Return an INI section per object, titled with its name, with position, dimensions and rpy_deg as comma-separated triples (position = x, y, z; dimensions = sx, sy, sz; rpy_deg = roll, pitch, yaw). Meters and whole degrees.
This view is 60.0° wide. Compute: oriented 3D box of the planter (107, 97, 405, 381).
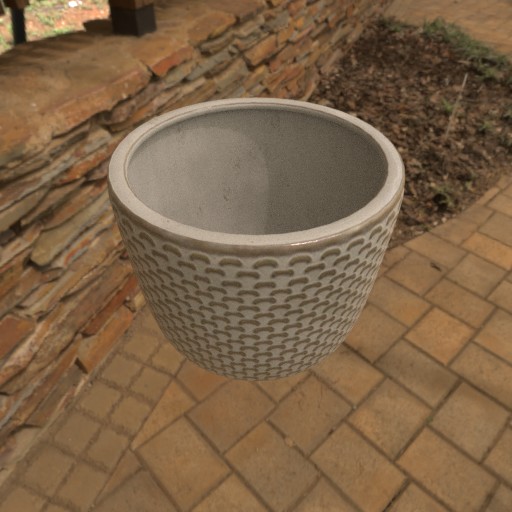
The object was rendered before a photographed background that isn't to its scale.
[planter]
position = 0.000, 0.000, 0.312
dimensions = 0.173, 0.160, 0.173
rpy_deg = 0, 41, 0
